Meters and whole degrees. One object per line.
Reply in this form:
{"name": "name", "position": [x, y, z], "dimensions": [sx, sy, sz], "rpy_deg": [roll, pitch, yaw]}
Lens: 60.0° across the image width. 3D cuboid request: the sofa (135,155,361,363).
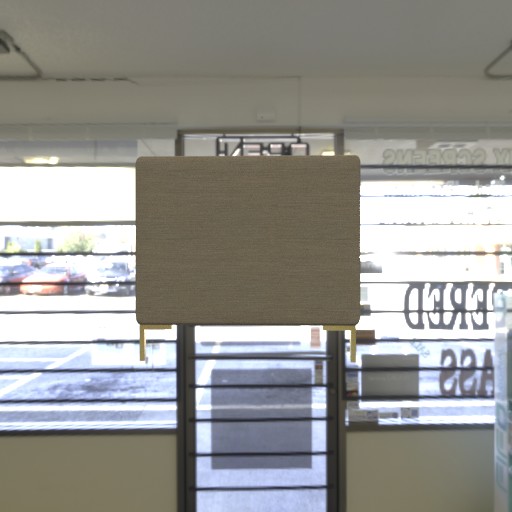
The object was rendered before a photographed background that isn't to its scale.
{"name": "sofa", "position": [0.000, 0.000, 2.314], "dimensions": [0.686, 0.635, 1.981], "rpy_deg": [0, 0, 2]}
